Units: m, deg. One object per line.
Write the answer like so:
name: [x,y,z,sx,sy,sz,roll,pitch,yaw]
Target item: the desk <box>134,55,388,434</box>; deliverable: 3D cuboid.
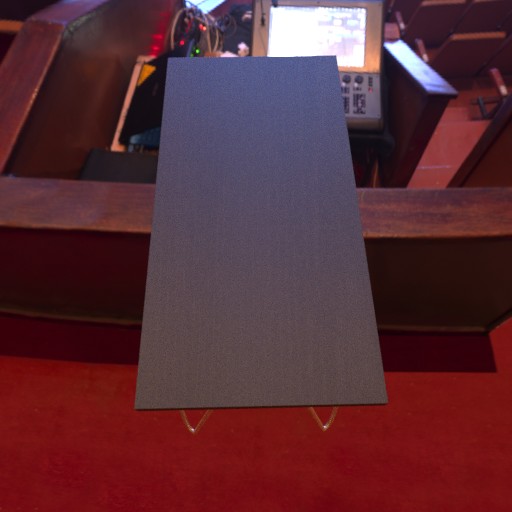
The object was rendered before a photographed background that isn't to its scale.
desk: [0.000,0.000,1.386,0.499,0.660,0.991,-1,63,-1]
